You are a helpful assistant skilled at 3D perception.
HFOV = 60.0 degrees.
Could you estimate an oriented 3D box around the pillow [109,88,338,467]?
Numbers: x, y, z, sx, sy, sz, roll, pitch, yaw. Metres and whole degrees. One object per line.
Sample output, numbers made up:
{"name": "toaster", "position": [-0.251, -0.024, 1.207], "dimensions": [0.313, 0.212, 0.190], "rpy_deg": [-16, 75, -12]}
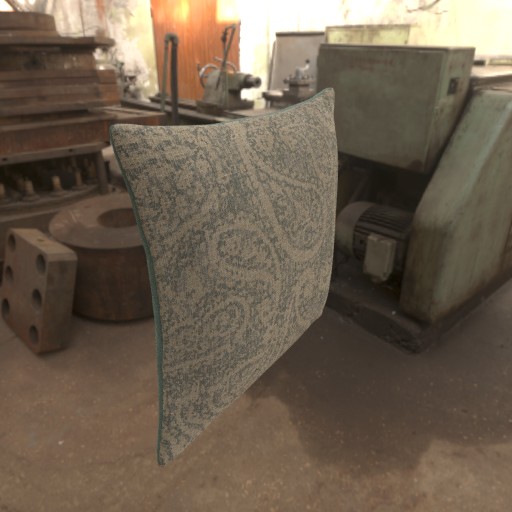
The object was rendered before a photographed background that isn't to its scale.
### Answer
{"name": "pillow", "position": [0.000, 0.000, 0.761], "dimensions": [0.166, 0.507, 0.526], "rpy_deg": [17, 30, 31]}
